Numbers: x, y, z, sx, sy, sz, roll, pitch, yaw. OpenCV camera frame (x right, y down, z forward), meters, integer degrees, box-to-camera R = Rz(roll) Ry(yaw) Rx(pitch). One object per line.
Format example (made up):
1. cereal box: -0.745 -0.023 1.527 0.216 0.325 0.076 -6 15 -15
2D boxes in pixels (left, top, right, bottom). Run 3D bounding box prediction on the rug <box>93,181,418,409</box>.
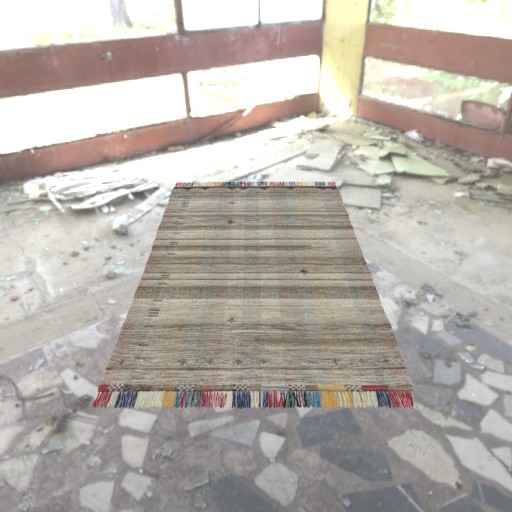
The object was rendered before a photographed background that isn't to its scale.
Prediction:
1. rug: 0.000 0.000 2.977 1.465 0.012 2.465 0 33 0
